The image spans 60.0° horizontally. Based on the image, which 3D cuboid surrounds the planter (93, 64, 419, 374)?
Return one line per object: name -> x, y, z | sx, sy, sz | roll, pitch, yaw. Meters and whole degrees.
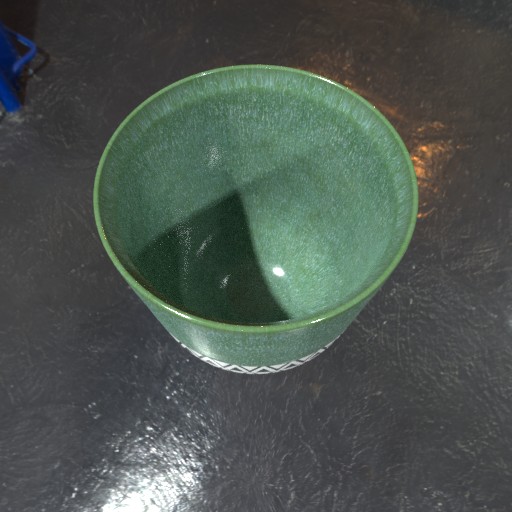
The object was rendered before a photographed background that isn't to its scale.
planter -> 0.000, 0.000, 0.363 | 0.195, 0.214, 0.195 | 0, 63, 0
